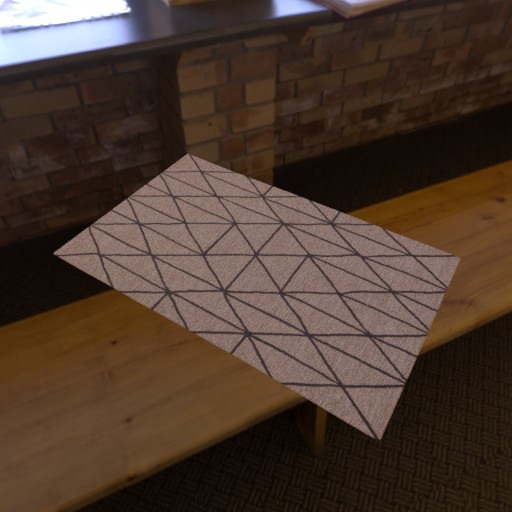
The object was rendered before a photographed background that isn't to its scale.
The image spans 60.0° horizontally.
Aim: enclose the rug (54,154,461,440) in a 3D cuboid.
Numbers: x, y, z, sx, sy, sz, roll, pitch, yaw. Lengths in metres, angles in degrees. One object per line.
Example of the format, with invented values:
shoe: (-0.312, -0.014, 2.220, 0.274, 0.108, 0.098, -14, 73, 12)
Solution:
rug: (0.000, 0.000, 3.152, 2.465, 0.008, 1.526, 25, 51, 22)
